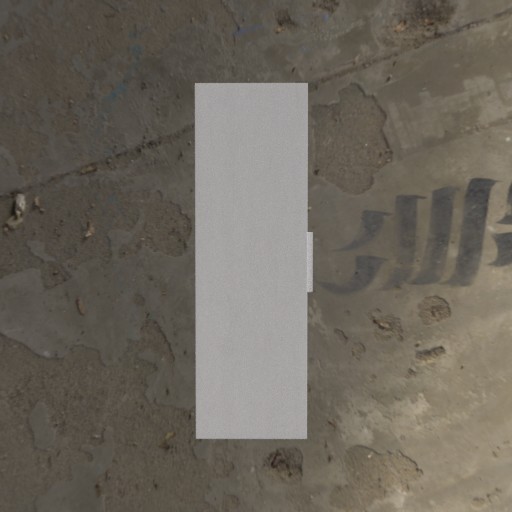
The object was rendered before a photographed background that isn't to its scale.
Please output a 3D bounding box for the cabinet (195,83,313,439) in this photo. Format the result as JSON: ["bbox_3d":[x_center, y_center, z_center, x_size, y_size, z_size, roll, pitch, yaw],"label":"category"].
[{"bbox_3d":[0.000,0.000,1.573,0.250,1.280,0.750,0,91,0],"label":"cabinet"}]
